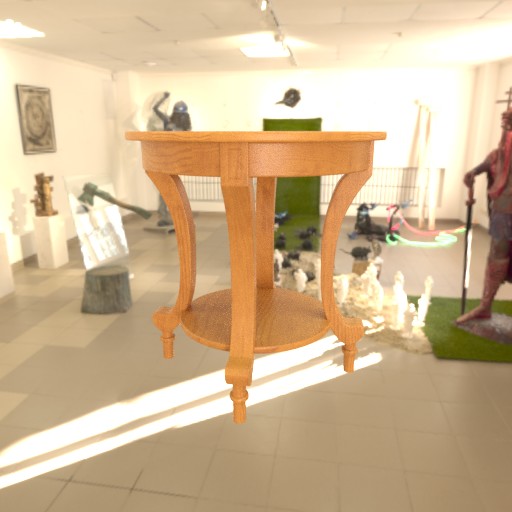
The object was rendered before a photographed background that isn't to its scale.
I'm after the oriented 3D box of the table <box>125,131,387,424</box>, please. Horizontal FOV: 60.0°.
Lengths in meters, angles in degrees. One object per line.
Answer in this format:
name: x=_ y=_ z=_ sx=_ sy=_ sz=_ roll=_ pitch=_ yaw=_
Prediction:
table: x=0.000 y=0.000 z=1.131 sx=0.597 sy=0.612 sz=0.597 roll=0 pitch=16 yaw=0
